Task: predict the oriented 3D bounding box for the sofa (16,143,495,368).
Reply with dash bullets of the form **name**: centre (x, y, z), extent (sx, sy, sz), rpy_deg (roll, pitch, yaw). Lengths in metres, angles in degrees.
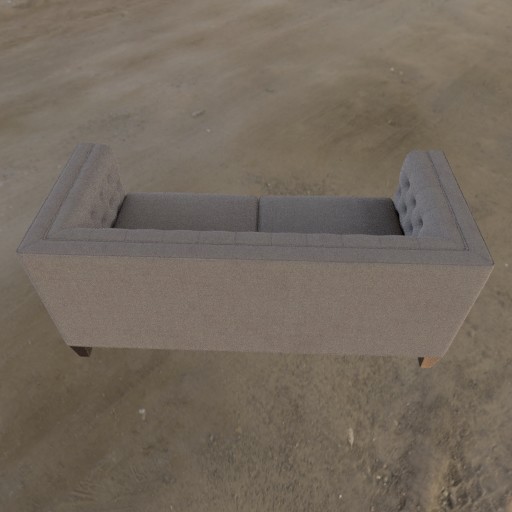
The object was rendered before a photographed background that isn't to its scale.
- **sofa**: centre (0.000, 0.000, 2.161), extent (1.778, 0.762, 0.775), rpy_deg (1, 46, 1)
